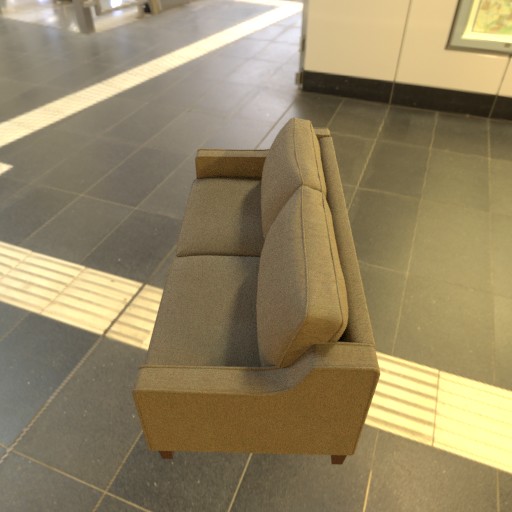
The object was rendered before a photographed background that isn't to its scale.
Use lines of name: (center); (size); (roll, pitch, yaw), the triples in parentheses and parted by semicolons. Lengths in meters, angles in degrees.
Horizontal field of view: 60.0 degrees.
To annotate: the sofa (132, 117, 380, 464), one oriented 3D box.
sofa: (0.000, 0.000, 2.796); (1.073, 1.074, 2.181); (1, 41, 1)
